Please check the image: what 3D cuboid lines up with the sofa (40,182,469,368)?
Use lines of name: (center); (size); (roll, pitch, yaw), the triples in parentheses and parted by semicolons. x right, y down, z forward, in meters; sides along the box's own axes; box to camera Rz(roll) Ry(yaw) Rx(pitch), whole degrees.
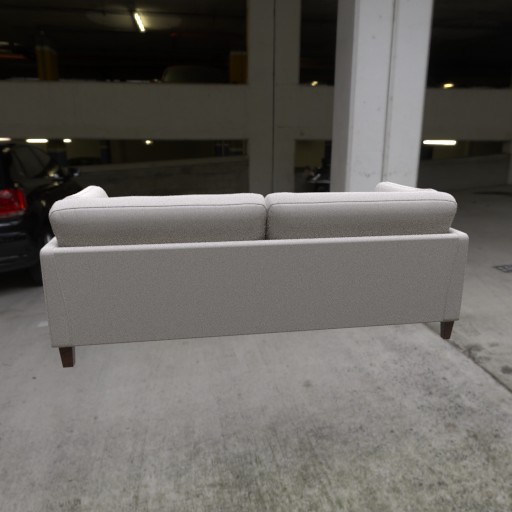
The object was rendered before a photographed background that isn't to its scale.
sofa: (0.000, 0.000, 2.765); (2.301, 0.863, 0.957); (-2, 15, -9)
